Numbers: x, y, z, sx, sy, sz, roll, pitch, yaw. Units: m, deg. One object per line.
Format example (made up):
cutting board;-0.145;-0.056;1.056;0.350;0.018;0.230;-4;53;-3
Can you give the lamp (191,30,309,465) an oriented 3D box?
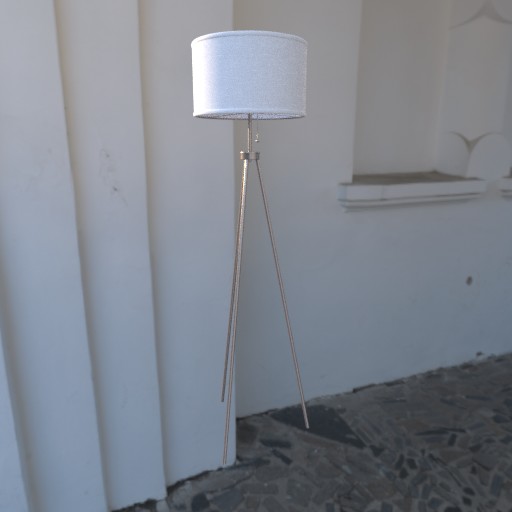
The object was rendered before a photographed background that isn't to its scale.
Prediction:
lamp;0.000;0.000;1.766;0.458;1.545;0.448;-2;14;-9
